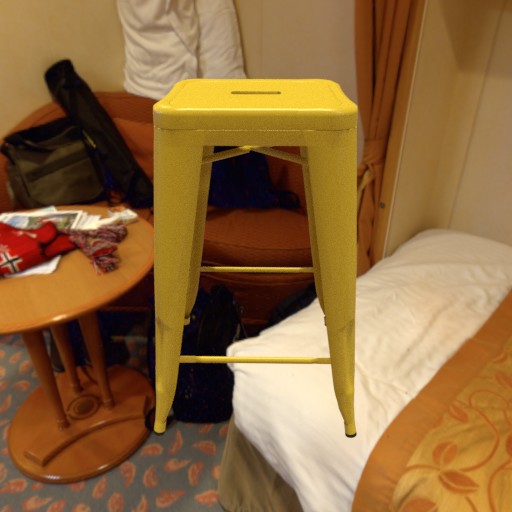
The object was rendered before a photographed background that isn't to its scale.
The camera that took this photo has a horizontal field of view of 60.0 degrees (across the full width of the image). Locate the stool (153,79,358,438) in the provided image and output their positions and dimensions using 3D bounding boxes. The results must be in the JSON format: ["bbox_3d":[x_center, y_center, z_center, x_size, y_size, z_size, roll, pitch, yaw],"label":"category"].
[{"bbox_3d":[0.000,0.000,0.860,0.399,0.609,0.359,0,30,0],"label":"stool"}]
